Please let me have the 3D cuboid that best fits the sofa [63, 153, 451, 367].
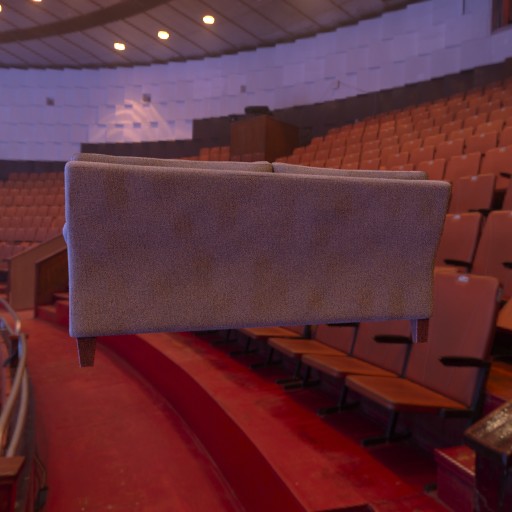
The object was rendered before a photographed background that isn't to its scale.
[{"bbox_3d":[0.000,0.000,2.822,2.193,1.096,1.069,0,1,-17],"label":"sofa"}]
